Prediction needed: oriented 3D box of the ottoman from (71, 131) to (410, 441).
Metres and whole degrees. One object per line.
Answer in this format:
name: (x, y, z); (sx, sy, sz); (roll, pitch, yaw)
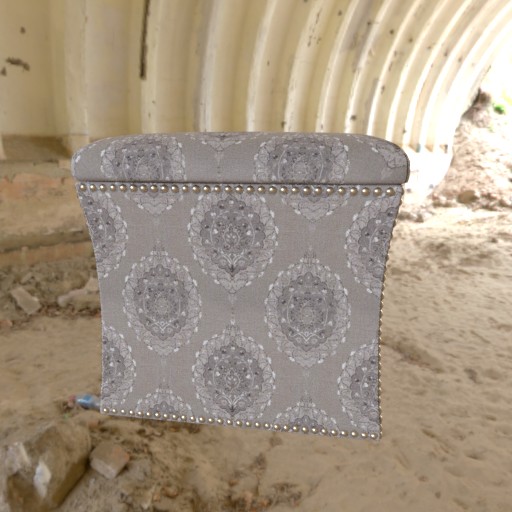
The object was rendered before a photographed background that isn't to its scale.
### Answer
ottoman: (0.000, 0.000, 0.884); (0.497, 0.473, 0.507); (2, 14, 9)
